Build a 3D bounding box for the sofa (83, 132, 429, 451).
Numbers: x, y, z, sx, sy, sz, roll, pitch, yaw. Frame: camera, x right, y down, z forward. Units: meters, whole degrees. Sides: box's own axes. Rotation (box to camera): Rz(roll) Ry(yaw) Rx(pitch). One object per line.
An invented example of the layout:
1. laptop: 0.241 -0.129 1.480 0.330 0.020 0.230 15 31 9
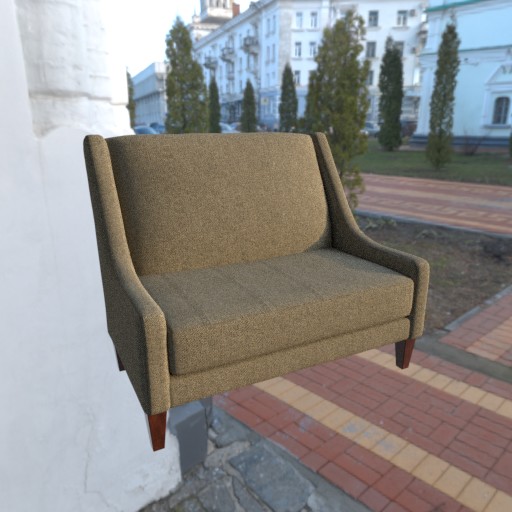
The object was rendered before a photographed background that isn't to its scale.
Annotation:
1. sofa: 0.000 0.000 1.925 1.242 1.021 0.870 -8 19 -26
